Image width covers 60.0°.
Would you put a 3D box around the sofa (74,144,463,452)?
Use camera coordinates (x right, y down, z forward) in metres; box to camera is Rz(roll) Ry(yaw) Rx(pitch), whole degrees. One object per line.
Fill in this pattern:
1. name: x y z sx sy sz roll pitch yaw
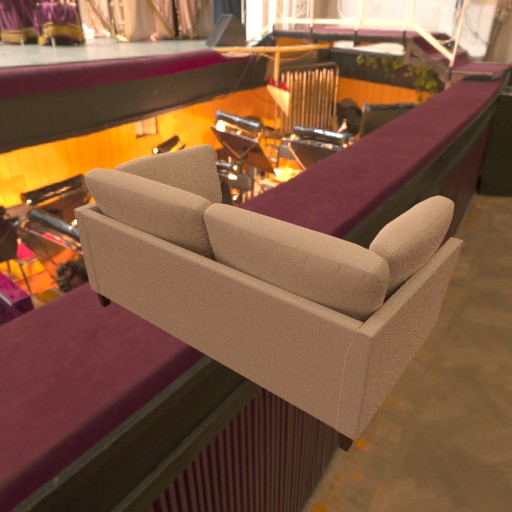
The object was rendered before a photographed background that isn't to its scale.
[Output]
1. sofa: 0.000 0.000 2.336 1.776 0.836 0.970 21 35 32
